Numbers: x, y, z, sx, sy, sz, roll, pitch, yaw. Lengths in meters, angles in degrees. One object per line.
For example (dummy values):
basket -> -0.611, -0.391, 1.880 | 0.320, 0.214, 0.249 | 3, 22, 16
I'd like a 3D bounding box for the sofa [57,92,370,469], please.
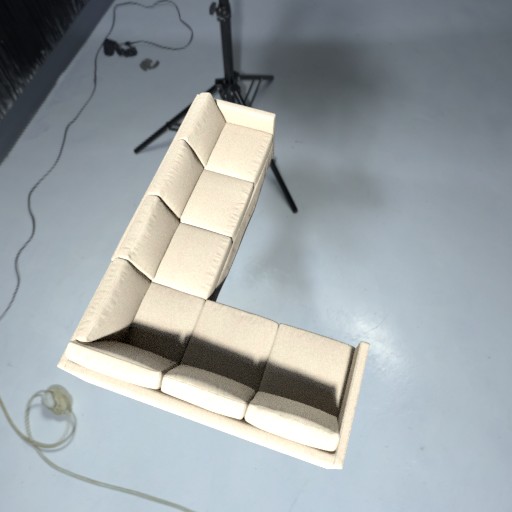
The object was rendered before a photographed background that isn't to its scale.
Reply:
sofa -> 0.000, 0.000, 4.342 | 2.432, 0.871, 3.182 | 17, 66, 8
